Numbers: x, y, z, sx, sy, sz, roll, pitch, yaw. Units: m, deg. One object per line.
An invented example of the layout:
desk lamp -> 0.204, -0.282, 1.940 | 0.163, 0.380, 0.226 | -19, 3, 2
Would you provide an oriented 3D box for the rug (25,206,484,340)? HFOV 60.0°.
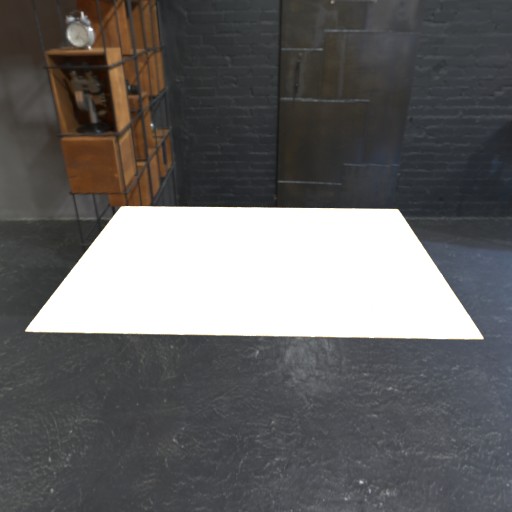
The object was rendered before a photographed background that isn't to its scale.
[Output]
rug -> 0.000, 0.000, 4.296 | 3.353, 0.010, 2.438 | 1, 28, 1
